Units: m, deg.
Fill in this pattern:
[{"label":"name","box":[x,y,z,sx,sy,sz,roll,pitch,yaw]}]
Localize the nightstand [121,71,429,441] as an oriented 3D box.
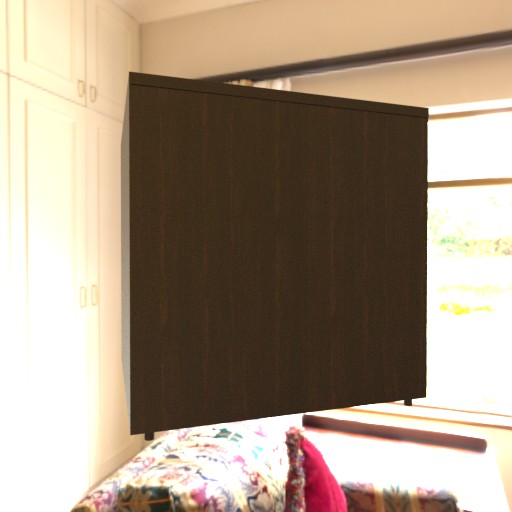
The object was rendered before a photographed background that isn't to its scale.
[{"label":"nightstand","box":[0.000,0.000,0.809,0.461,0.460,0.400,0,1,-18]}]
